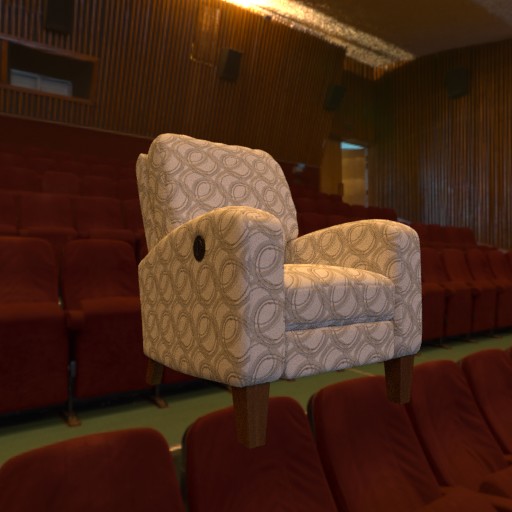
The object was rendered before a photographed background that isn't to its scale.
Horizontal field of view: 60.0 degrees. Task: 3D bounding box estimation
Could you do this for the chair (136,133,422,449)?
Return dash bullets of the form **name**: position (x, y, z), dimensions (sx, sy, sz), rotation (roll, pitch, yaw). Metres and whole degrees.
- **chair**: position (0.000, 0.000, 1.781), dimensions (0.796, 1.065, 0.995), rotation (1, -2, -36)
